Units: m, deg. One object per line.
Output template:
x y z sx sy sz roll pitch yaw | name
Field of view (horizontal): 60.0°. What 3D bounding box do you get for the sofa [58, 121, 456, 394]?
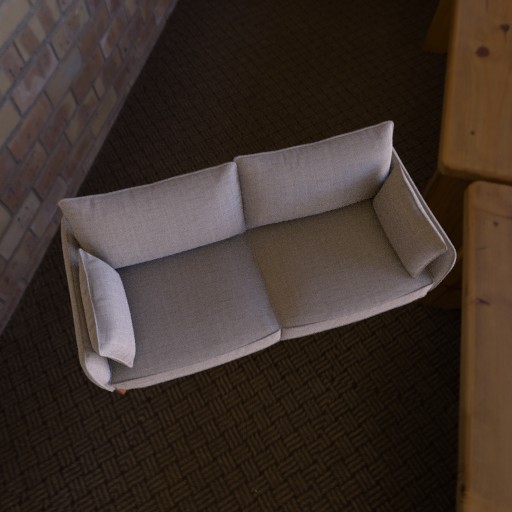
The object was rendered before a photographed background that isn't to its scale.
0.000 0.000 2.488 1.989 0.851 0.972 -16 63 -8 | sofa
